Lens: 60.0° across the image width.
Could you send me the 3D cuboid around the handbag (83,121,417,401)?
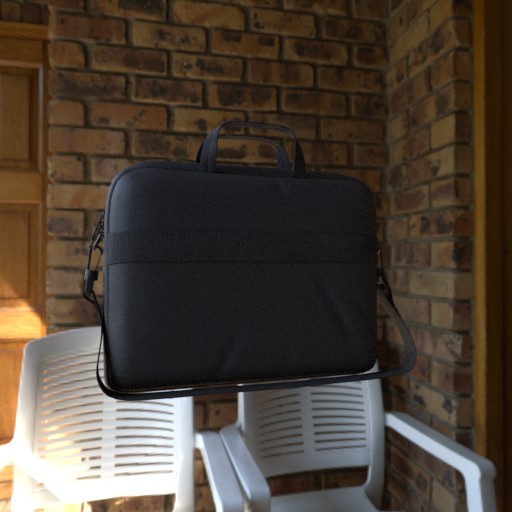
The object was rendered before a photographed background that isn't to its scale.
[{"bbox_3d":[0.000,0.000,0.442,0.320,0.244,0.089,0,-1,-17],"label":"handbag"}]
